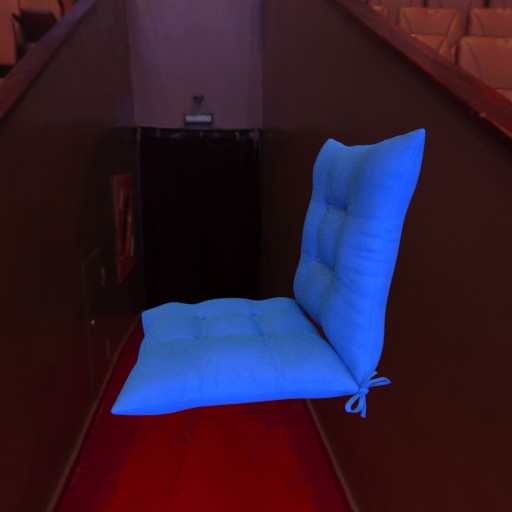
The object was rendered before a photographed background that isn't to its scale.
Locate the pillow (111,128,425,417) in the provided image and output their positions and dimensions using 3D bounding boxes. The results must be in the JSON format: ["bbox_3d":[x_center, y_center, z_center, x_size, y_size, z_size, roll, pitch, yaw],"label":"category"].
[{"bbox_3d":[0.000,0.000,1.007,0.585,0.536,0.541,-2,13,-8],"label":"pillow"}]
